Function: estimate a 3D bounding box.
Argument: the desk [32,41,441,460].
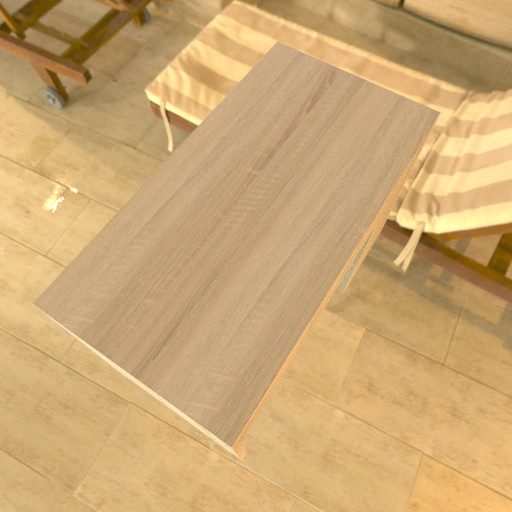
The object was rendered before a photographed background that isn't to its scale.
[{"bbox_3d":[0.000,0.000,1.517,0.600,0.731,1.100,30,67,14],"label":"desk"}]
